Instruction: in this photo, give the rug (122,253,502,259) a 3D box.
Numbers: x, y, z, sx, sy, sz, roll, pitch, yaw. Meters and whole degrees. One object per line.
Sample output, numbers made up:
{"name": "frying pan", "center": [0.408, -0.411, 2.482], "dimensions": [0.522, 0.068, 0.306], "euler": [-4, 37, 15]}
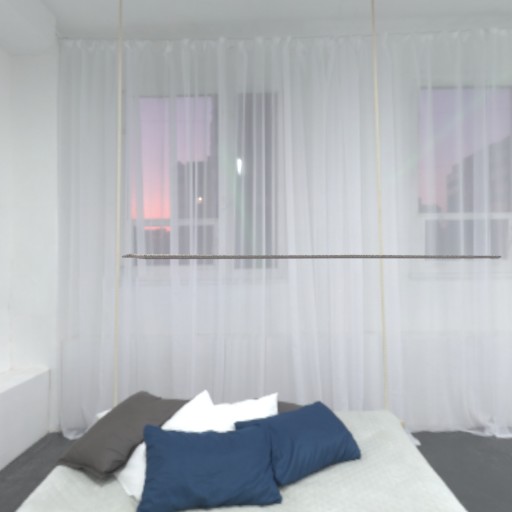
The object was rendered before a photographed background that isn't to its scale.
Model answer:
{"name": "rug", "center": [0.000, 0.000, 2.890], "dimensions": [1.609, 0.030, 2.342], "euler": [0, 0, -19]}
